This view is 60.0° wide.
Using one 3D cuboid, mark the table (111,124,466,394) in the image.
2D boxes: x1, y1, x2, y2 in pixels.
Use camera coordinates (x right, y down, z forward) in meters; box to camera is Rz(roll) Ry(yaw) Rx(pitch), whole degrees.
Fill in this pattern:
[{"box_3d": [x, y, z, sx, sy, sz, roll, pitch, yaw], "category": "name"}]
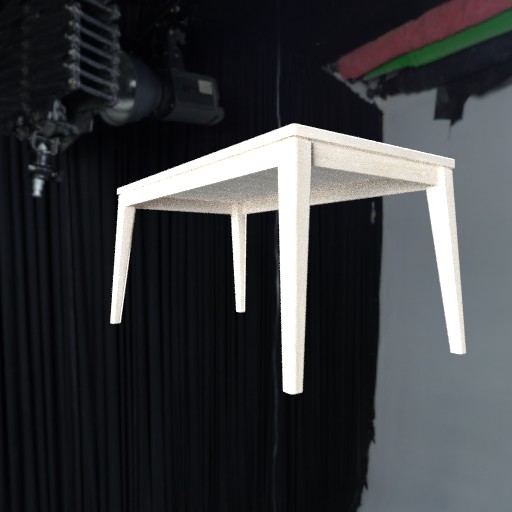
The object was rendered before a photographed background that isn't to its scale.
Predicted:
[{"box_3d": [0.000, 0.000, 2.132, 0.900, 0.760, 1.600, 0, 0, -36], "category": "table"}]
